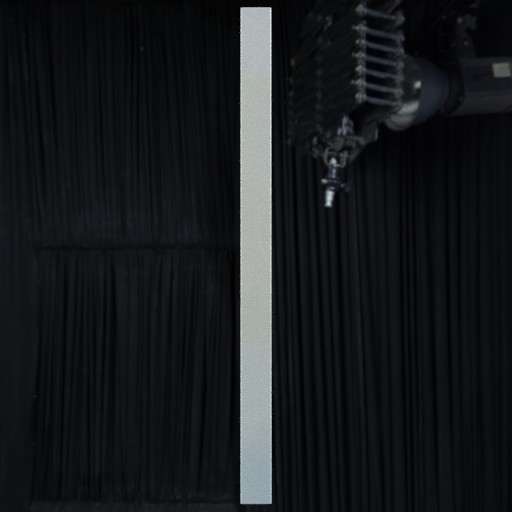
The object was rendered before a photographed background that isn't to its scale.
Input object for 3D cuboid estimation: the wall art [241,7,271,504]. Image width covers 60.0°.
[{"bbox_3d":[0.000,0.000,0.749,0.038,0.611,0.408,0,0,0],"label":"wall art"}]
